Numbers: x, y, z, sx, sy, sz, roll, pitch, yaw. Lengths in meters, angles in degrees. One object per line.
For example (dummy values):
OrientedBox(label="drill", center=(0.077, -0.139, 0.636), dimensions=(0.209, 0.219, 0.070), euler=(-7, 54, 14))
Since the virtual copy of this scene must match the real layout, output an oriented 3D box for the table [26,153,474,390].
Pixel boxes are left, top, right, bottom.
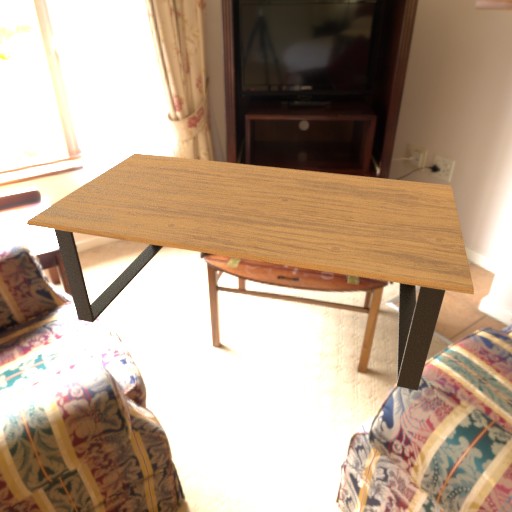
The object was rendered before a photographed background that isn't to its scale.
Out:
OrientedBox(label="table", center=(0.000, 0.000, 1.655), dimensions=(1.331, 0.445, 0.693), euler=(9, 33, 14))
